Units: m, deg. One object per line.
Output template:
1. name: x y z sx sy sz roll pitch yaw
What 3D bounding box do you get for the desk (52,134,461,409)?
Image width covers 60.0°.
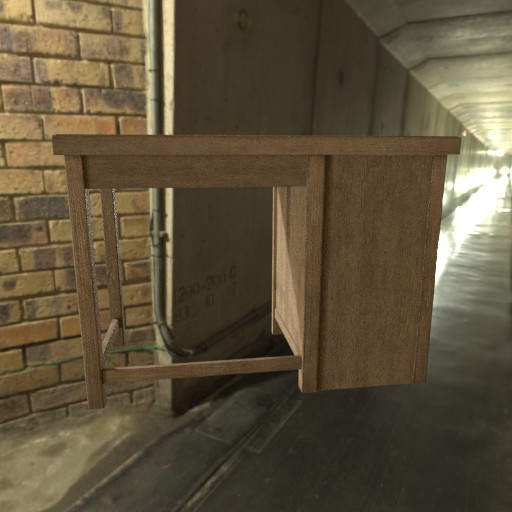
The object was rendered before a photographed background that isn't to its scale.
1. desk: 0.000 0.000 1.773 1.289 0.912 0.610 -2 13 -8
